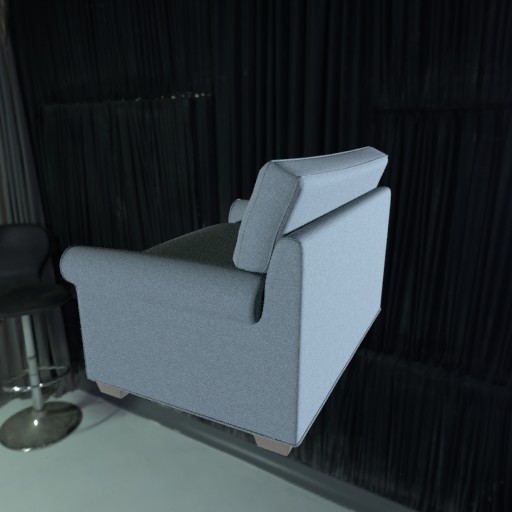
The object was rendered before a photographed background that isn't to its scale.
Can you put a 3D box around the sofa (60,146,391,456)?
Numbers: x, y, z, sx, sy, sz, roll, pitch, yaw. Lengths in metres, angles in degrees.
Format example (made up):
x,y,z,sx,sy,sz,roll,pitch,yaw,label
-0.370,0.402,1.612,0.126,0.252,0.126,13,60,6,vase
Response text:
x,y,z,sx,sy,sz,roll,pitch,yaw,label
0.000,0.000,2.035,0.940,0.953,1.410,8,18,26,sofa
